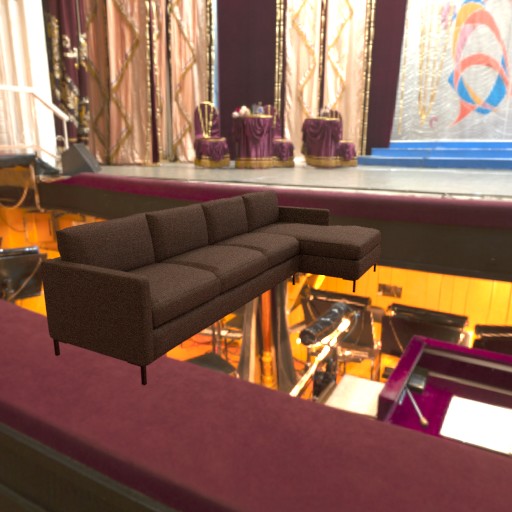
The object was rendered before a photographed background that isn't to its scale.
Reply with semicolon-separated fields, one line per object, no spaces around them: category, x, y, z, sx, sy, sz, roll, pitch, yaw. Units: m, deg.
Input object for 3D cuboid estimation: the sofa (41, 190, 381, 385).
sofa;0.000;0.000;3.922;1.483;0.892;3.221;8;16;28
